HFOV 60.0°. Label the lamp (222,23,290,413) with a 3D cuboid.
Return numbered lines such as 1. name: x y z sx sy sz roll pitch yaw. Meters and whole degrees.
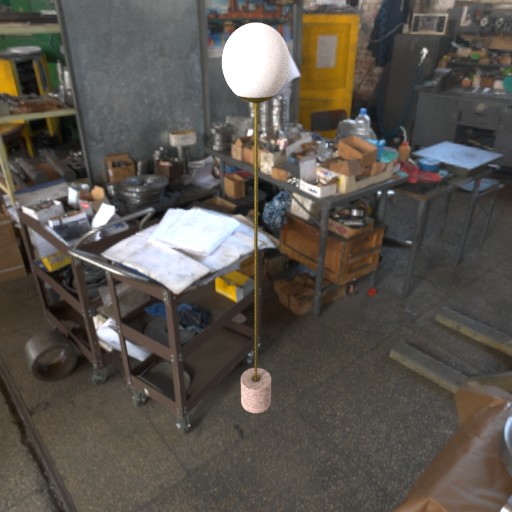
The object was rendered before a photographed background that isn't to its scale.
1. lamp: 0.000 0.000 1.876 0.229 1.748 0.229 8 31 14
